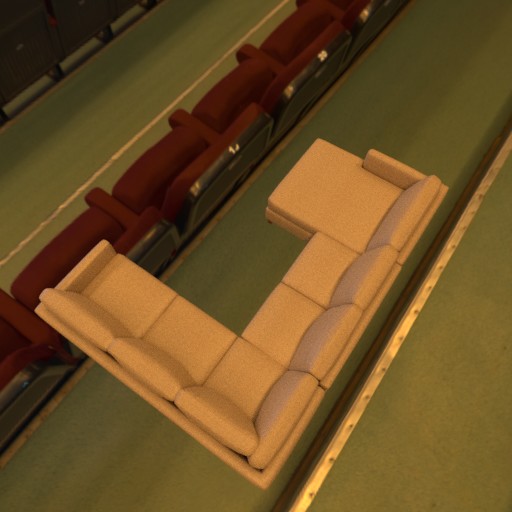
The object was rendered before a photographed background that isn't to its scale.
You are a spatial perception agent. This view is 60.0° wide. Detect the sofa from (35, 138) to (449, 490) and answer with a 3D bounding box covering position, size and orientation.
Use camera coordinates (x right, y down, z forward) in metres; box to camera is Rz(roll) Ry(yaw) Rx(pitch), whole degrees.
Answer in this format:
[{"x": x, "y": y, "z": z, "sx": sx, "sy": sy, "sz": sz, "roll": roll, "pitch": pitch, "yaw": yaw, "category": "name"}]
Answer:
[{"x": 0.000, "y": 0.000, "z": 4.554, "sx": 2.594, "sy": 0.961, "sz": 3.460, "roll": 32, "pitch": 68, "yaw": 15, "category": "sofa"}]
